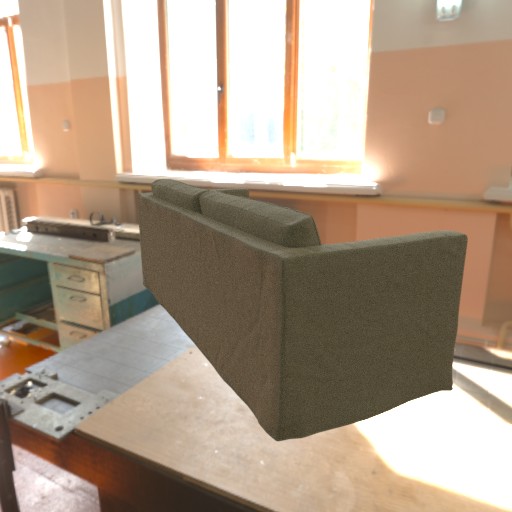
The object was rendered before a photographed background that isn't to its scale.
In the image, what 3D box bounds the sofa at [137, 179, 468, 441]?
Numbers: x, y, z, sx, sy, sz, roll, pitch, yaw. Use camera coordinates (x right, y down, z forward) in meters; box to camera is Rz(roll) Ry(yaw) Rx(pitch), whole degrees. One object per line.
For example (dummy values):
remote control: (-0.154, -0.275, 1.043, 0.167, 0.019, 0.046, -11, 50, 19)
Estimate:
sofa: (0.000, 0.000, 2.722, 0.956, 0.847, 2.296, -7, 16, -26)
